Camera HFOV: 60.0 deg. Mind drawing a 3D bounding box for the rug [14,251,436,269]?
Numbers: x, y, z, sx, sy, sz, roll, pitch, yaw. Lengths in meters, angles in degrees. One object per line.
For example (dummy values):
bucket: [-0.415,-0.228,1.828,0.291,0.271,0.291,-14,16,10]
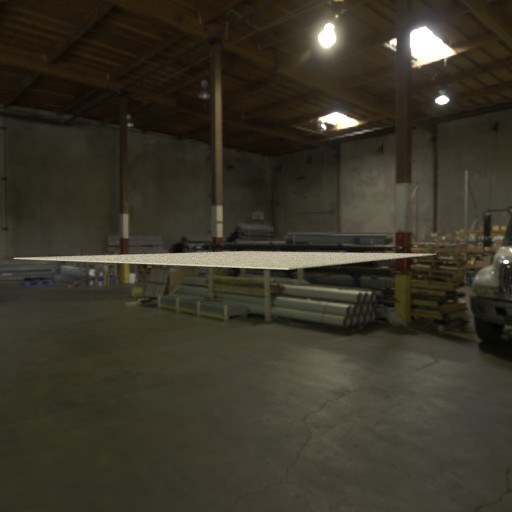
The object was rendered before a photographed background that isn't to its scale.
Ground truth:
rug: [0.000,0.000,3.969,2.421,0.008,3.045,1,2,34]
